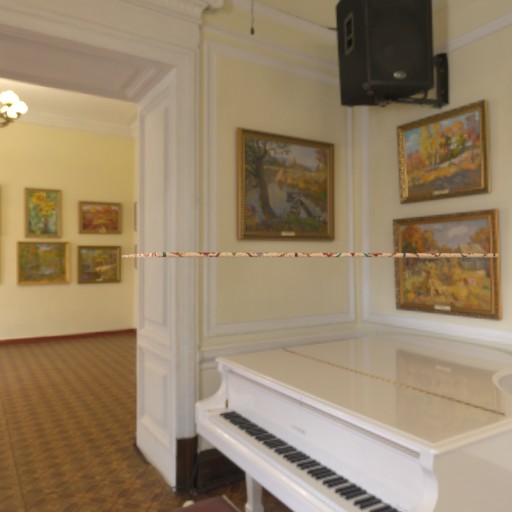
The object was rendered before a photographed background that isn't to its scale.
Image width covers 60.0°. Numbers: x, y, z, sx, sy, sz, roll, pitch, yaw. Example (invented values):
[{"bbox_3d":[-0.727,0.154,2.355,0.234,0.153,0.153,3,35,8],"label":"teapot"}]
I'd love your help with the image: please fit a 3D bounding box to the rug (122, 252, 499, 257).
[{"bbox_3d":[0.000,0.000,2.841,1.541,0.018,2.297,0,0,-20],"label":"rug"}]
